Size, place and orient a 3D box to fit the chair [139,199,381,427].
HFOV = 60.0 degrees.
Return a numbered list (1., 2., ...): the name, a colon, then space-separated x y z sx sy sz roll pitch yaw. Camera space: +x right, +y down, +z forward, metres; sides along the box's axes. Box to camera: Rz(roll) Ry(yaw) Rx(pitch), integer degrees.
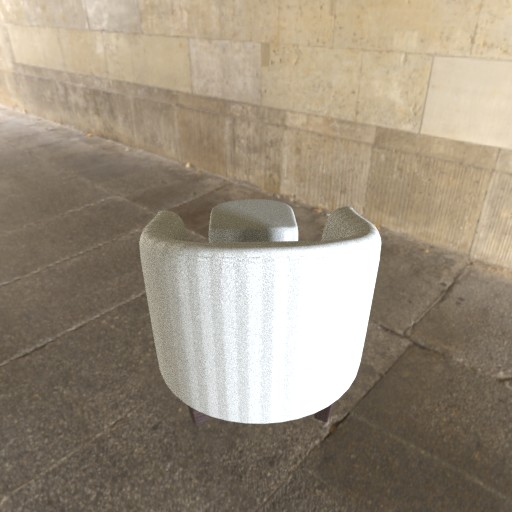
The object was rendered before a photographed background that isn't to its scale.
1. chair: 0.000 0.000 1.777 0.756 0.757 1.288 -1 30 -2
